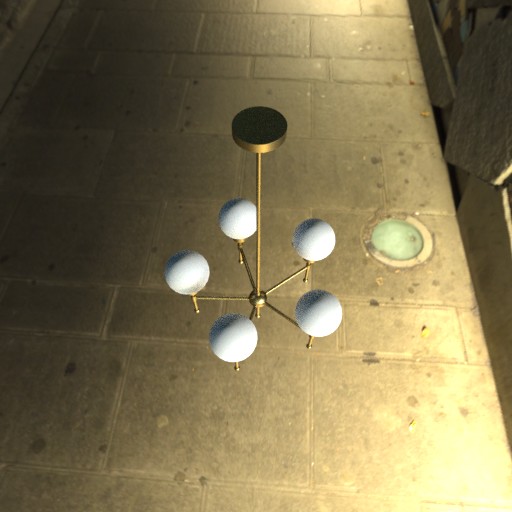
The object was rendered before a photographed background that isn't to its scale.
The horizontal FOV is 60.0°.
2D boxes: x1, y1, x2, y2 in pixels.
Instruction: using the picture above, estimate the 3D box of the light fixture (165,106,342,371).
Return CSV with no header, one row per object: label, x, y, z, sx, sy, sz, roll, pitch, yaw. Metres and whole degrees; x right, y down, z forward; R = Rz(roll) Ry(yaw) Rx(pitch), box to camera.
light fixture,0.000,0.000,1.825,0.815,1.331,0.785,16,59,10
